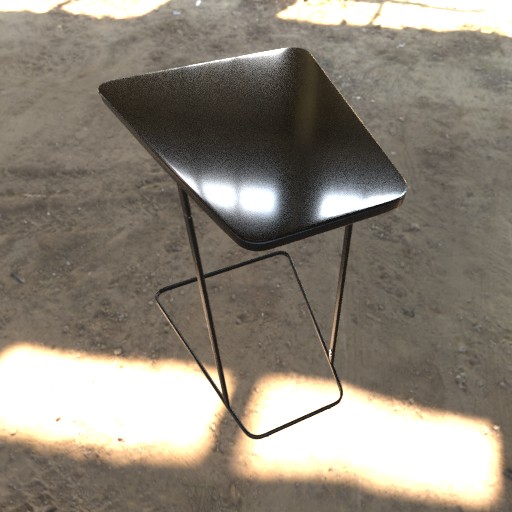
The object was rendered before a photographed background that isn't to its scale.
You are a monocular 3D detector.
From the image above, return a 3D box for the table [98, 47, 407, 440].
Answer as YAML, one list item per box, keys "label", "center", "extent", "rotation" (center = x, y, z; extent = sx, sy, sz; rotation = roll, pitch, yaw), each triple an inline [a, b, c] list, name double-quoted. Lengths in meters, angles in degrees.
- label: "table"
  center: [0.000, 0.000, 0.941]
  extent: [0.427, 0.624, 0.500]
  rotation: [-18, 49, -16]
